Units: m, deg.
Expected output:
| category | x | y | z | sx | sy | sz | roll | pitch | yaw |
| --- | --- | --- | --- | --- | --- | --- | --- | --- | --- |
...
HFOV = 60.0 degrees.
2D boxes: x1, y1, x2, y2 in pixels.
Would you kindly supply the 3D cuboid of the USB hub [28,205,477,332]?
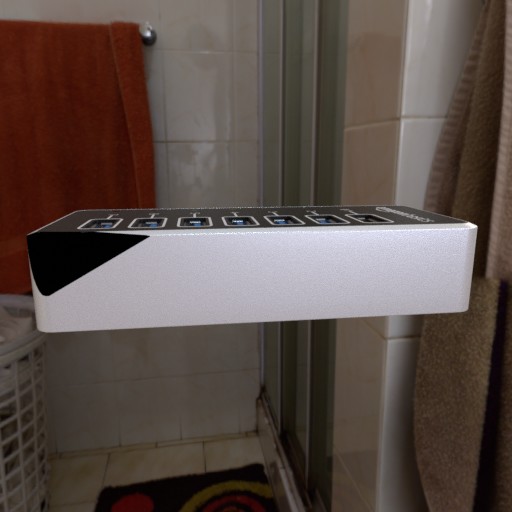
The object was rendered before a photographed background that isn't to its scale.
| category | x | y | z | sx | sy | sz | roll | pitch | yaw |
| --- | --- | --- | --- | --- | --- | --- | --- | --- | --- |
| USB hub | 0.000 | 0.000 | 0.127 | 0.110 | 0.023 | 0.044 | -2 | 13 | -7 |
